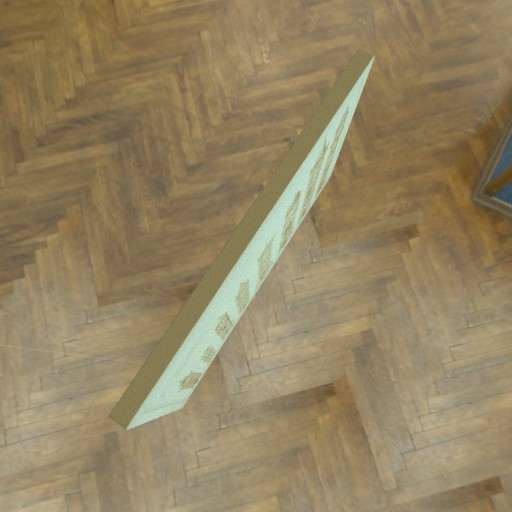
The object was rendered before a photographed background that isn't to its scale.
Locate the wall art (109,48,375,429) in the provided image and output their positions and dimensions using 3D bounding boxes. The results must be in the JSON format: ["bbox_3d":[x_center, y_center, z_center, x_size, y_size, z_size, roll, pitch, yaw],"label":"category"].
[{"bbox_3d":[0.000,0.000,0.486,0.019,0.254,0.380,31,77,8],"label":"wall art"}]
